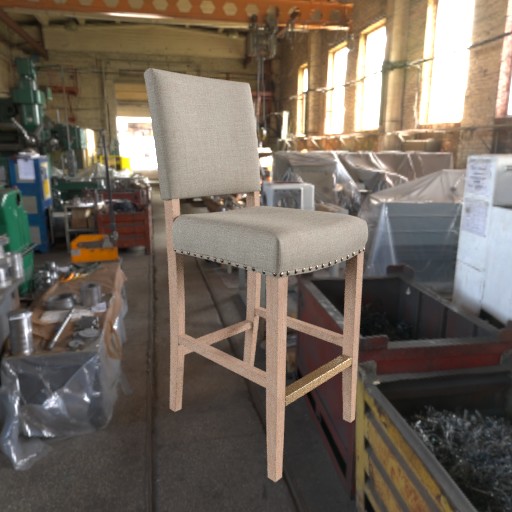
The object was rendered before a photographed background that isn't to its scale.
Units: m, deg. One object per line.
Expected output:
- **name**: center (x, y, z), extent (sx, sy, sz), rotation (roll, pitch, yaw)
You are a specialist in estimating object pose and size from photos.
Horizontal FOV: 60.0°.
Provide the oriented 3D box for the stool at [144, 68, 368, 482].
- **stool**: center (0.000, 0.000, 1.474), extent (0.585, 1.173, 0.445), rotation (12, 18, 42)
